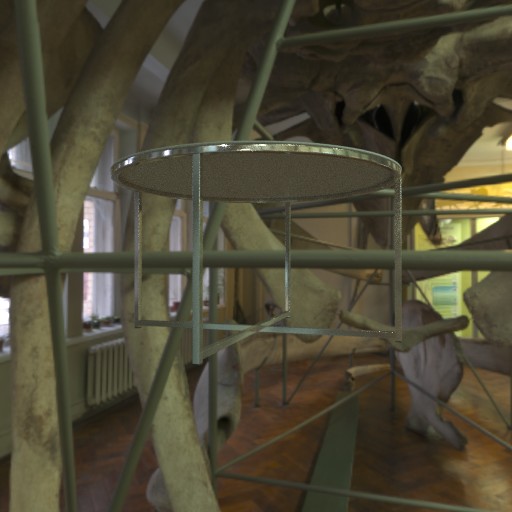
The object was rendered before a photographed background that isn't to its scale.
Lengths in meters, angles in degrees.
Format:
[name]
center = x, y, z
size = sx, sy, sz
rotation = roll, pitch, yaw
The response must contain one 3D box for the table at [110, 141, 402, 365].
[table]
center = 0.000, 0.000, 1.278
size = 0.800, 0.450, 0.800
rotation = 0, -1, 0
